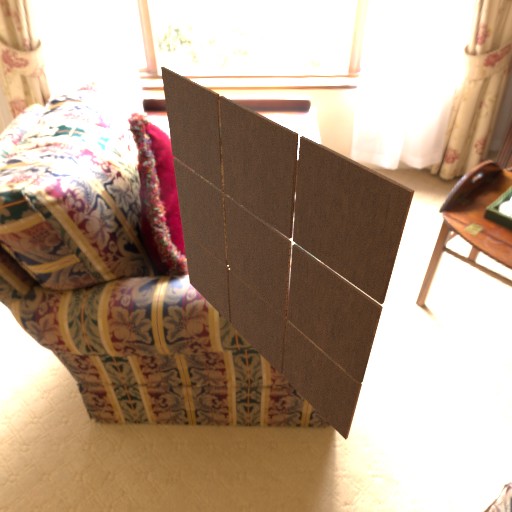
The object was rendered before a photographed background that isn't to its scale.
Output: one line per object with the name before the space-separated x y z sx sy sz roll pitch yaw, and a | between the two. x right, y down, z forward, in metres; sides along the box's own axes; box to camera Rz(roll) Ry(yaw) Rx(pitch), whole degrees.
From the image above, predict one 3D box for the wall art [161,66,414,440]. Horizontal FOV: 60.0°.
wall art | 0.000 0.000 1.828 0.013 1.213 1.215 -28 47 -29
